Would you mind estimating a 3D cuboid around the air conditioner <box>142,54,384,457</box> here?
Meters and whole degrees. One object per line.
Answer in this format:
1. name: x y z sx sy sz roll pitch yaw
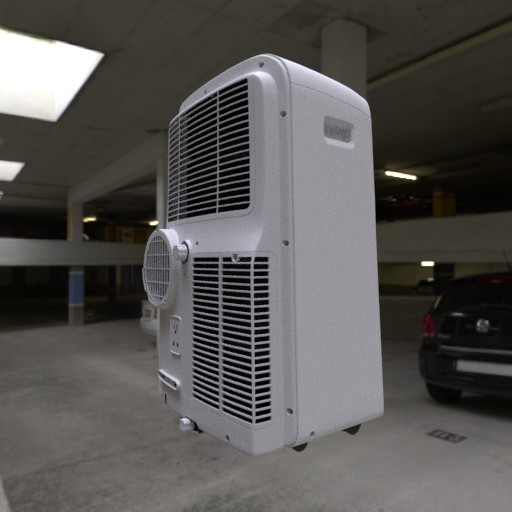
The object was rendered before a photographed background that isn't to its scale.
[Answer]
1. air conditioner: 0.000 0.000 0.954 0.365 0.700 0.454 0 -1 -34
